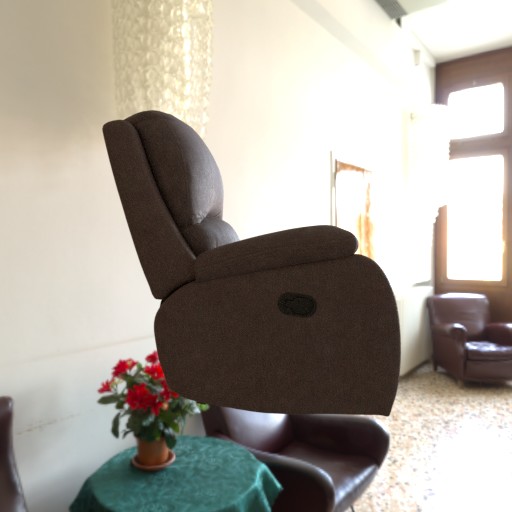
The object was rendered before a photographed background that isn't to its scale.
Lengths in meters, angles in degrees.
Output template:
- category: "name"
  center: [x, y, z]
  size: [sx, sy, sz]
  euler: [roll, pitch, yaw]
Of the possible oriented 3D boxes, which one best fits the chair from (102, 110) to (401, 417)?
- category: "chair"
  center: [0.000, 0.000, 1.733]
  size: [0.899, 1.011, 0.930]
  euler: [0, 1, 1]
